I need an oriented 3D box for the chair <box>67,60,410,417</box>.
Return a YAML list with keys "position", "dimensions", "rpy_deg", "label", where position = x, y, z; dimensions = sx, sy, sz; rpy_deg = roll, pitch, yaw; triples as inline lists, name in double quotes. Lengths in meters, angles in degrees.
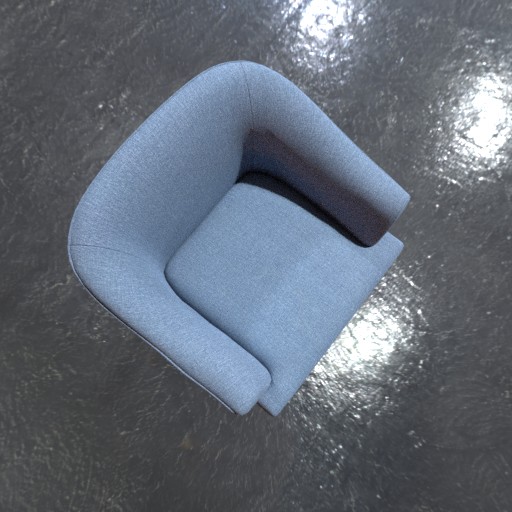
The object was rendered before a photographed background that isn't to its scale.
- position: [0.000, 0.000, 1.384]
  dimensions: [0.704, 0.815, 0.772]
  rpy_deg: [38, 80, 8]
  label: "chair"
